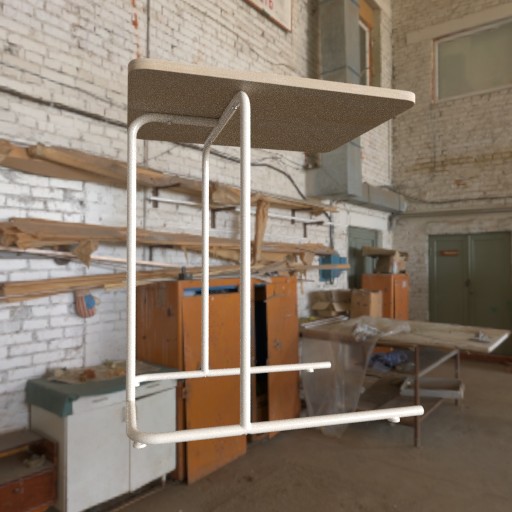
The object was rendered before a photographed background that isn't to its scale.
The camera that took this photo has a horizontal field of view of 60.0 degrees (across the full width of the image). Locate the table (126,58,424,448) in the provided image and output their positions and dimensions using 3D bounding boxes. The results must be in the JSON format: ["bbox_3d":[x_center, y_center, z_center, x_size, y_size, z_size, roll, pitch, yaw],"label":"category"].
[{"bbox_3d":[0.000,0.000,0.857,0.480,0.550,0.370,0,-1,-16],"label":"table"}]
